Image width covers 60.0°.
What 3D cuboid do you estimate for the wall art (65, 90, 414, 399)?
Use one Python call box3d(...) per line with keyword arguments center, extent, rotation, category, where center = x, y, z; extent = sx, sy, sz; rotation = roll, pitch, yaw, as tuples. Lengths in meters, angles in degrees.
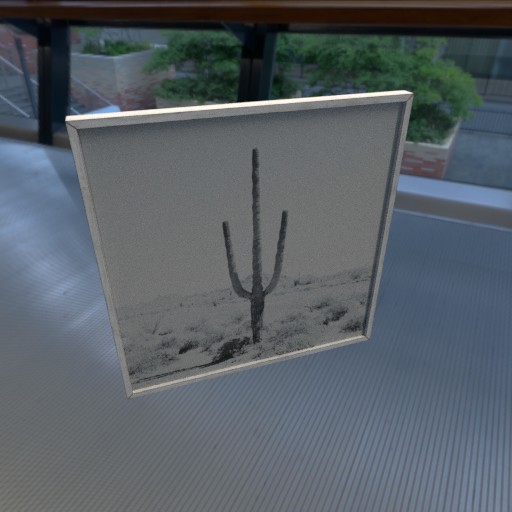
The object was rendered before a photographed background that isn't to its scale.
box3d(center=(0.000, 0.000, 1.144), extent=(0.762, 0.762, 0.038), rotation=(-10, 33, -16), category="wall art")
